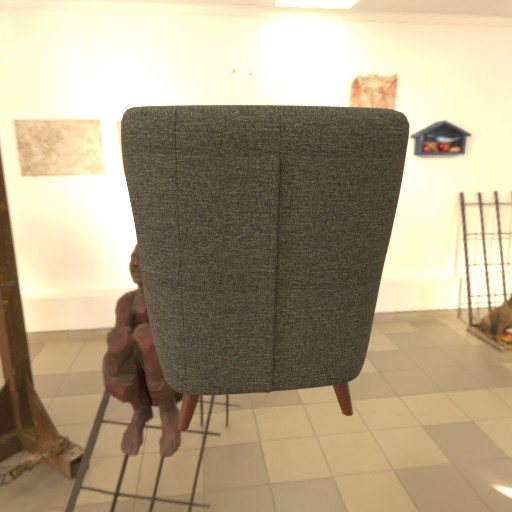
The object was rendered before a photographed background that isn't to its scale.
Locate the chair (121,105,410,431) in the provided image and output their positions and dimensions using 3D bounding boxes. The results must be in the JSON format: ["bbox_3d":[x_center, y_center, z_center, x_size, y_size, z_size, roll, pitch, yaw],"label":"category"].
[{"bbox_3d":[0.000,0.000,1.728,0.878,1.063,0.904,-2,15,-8],"label":"chair"}]
